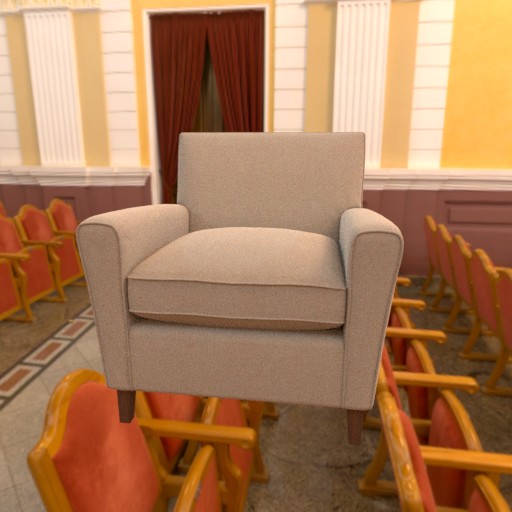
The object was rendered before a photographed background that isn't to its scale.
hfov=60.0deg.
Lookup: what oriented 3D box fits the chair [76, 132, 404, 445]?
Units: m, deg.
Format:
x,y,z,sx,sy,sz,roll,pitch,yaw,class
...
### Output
x,y,z,sx,sy,sz,roll,pitch,yaw,class
0.000,0.000,1.553,0.840,0.846,0.871,2,15,8,chair
